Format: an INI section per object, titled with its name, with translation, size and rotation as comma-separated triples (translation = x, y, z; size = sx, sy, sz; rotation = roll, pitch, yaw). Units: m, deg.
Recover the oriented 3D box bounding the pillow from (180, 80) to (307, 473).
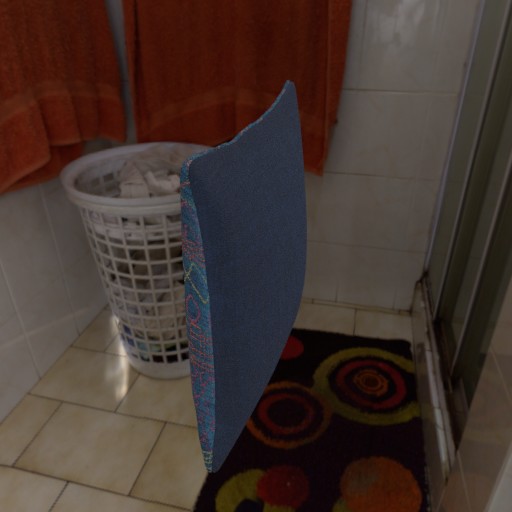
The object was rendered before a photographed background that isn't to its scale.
[pillow]
translation = 0.000, 0.000, 0.655
size = 0.141, 0.431, 0.431
rotation = 8, 31, 14
